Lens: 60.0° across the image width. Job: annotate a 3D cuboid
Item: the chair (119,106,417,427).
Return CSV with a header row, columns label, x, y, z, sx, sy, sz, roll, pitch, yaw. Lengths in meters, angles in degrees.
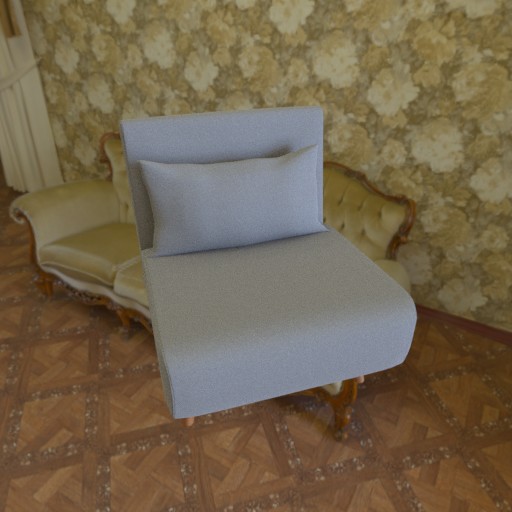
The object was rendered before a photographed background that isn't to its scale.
label,x,y,z,sx,sy,sz,roll,pitch,yaw
chair,0.000,0.000,1.527,0.770,0.808,0.902,-9,32,-15
